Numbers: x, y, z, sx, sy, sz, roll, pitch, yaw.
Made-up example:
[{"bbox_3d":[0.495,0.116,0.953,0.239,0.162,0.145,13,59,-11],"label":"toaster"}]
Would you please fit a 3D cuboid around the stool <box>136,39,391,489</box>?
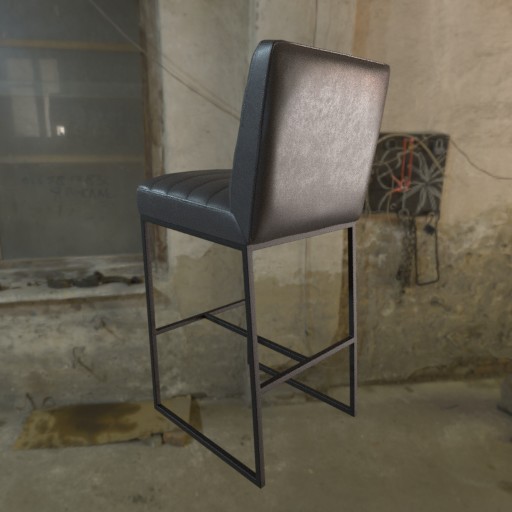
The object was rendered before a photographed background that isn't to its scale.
[{"bbox_3d":[0.000,0.000,1.289,0.457,1.040,0.552,-14,21,-43],"label":"stool"}]
